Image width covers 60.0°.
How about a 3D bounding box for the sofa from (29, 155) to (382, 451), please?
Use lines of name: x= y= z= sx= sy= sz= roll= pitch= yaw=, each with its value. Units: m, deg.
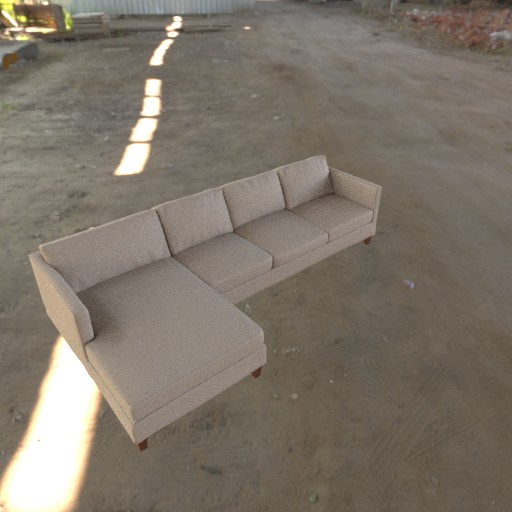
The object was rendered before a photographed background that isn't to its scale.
sofa: x=0.000 y=0.000 z=3.840 sx=3.186 sy=0.846 sz=1.625 roll=-24 pitch=39 yaw=-33
